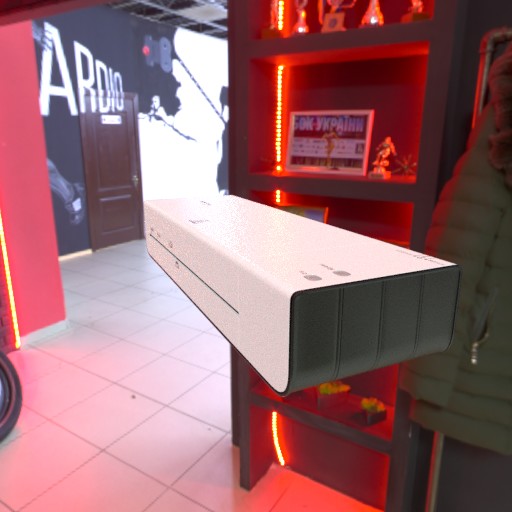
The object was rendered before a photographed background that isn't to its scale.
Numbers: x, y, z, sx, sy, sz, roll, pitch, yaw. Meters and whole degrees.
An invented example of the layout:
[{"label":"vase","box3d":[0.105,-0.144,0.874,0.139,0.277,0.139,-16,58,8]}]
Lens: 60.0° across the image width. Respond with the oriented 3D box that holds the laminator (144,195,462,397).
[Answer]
[{"label":"laminator","box3d":[0.000,0.000,0.387,0.123,0.062,0.340,-7,17,-24]}]
